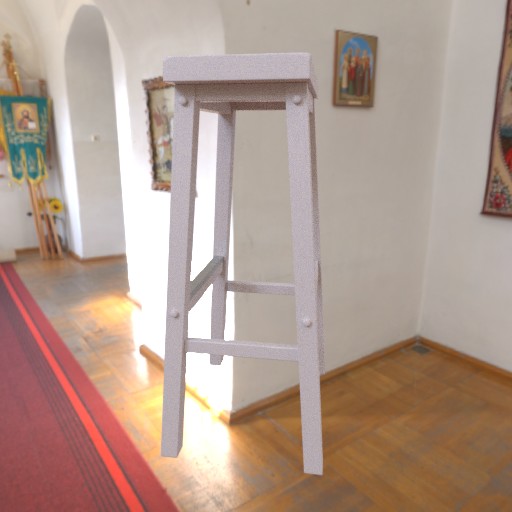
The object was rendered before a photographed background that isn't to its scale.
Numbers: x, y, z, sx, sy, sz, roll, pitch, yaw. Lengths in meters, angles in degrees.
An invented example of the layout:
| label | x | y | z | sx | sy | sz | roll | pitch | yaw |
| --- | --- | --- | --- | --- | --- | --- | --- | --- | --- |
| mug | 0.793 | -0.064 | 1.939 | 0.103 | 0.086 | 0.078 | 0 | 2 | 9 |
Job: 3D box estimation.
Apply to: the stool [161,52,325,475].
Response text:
| label | x | y | z | sx | sy | sz | roll | pitch | yaw |
| --- | --- | --- | --- | --- | --- | --- | --- | --- | --- |
| stool | 0.000 | 0.000 | 0.960 | 0.322 | 0.742 | 0.406 | 2 | 16 | 9 |
